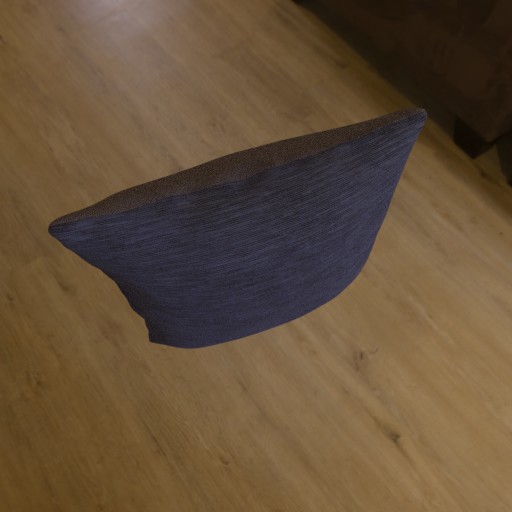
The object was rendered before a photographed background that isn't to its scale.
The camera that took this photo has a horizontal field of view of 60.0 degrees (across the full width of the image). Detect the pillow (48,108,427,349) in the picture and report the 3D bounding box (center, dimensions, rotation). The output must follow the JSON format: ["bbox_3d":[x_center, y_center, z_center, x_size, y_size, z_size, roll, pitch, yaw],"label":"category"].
[{"bbox_3d":[0.000,0.000,0.679,0.452,0.439,0.204,-19,65,-9],"label":"pillow"}]
